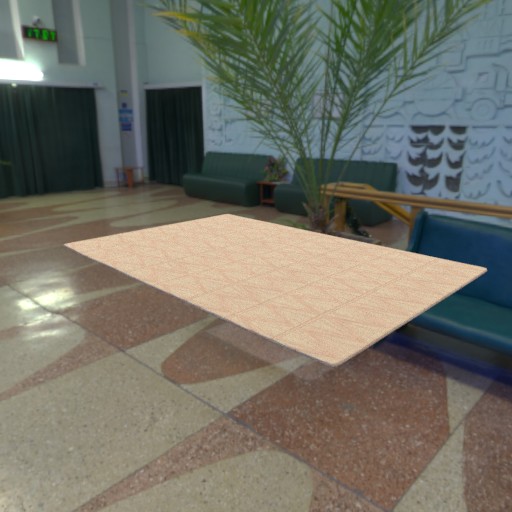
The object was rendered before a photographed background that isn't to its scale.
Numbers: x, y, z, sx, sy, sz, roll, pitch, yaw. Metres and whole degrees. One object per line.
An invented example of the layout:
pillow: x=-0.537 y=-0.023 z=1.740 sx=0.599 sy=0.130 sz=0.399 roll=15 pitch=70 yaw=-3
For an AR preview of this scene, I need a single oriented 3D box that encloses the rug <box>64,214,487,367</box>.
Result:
rug: x=0.000 y=0.000 z=2.943 sx=1.609 sy=0.015 sz=2.390 roll=-16 pitch=23 yaw=-43
